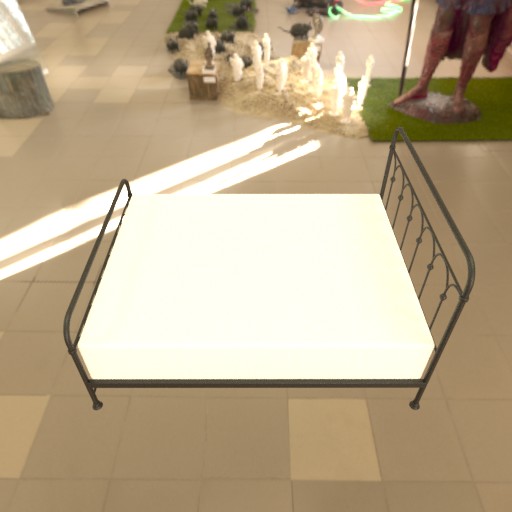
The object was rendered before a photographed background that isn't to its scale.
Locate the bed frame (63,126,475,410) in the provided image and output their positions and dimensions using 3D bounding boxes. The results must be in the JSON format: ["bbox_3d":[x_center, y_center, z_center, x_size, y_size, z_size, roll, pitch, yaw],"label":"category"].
[{"bbox_3d":[0.000,0.000,3.153,2.203,1.276,1.664,0,42,0],"label":"bed frame"}]
